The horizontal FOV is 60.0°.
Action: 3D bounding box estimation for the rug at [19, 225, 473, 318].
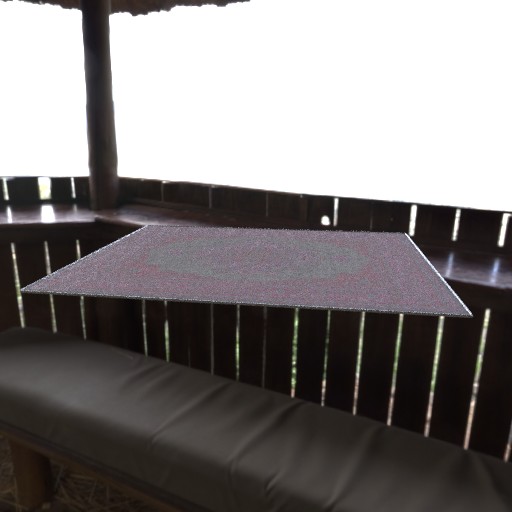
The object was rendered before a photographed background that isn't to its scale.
[{"bbox_3d":[0.000,0.000,4.155,3.123,0.017,2.447,2,15,8],"label":"rug"}]
